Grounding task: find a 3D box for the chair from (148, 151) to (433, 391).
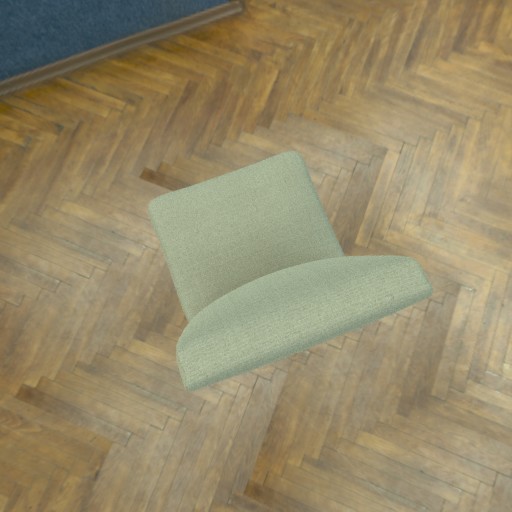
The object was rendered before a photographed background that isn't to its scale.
[{"bbox_3d":[0.000,0.000,1.266,0.507,0.911,0.586,-20,77,-5],"label":"chair"}]
